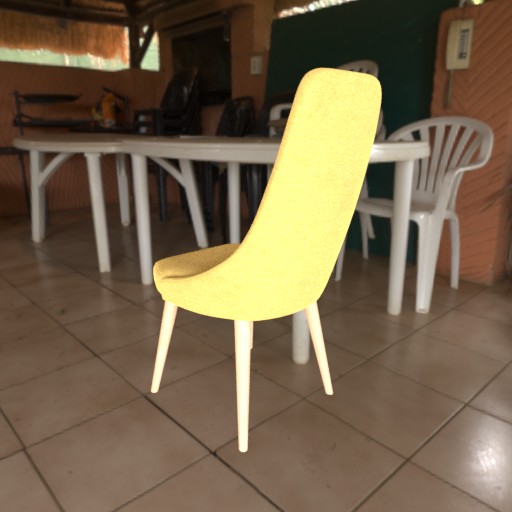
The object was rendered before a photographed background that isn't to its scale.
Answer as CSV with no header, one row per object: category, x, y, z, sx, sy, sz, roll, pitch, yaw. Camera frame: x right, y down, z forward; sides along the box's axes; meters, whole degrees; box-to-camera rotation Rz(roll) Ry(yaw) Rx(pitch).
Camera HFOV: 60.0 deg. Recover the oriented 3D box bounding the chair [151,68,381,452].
chair,0.000,0.000,1.407,0.510,1.040,0.660,-15,22,-42
